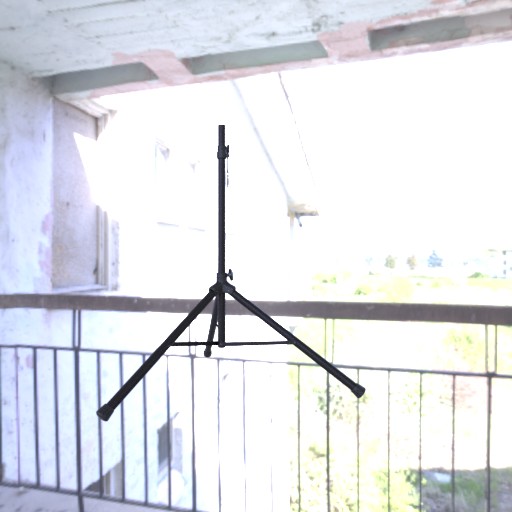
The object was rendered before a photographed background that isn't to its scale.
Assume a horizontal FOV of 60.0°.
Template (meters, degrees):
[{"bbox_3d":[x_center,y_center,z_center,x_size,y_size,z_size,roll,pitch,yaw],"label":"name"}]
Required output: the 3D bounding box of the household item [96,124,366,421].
[{"bbox_3d":[0.000,0.000,1.886,0.907,1.136,1.045,0,0,16],"label":"household item"}]
